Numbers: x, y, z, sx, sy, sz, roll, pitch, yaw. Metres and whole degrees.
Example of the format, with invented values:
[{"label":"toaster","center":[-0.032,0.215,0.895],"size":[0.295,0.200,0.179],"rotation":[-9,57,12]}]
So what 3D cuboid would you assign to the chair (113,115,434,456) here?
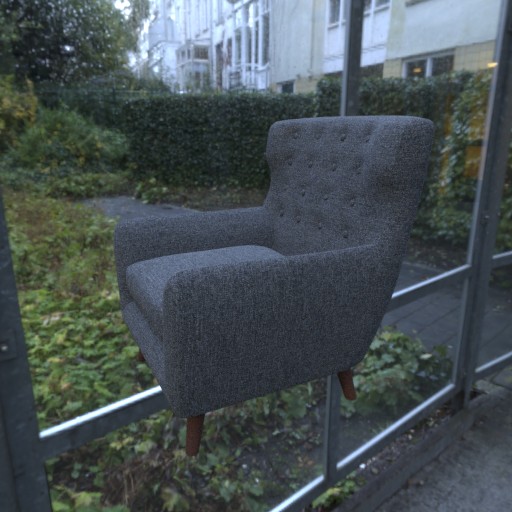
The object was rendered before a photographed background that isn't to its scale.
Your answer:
[{"label":"chair","center":[0.000,0.000,1.715],"size":[0.940,1.039,0.889],"rotation":[-8,18,-26]}]
